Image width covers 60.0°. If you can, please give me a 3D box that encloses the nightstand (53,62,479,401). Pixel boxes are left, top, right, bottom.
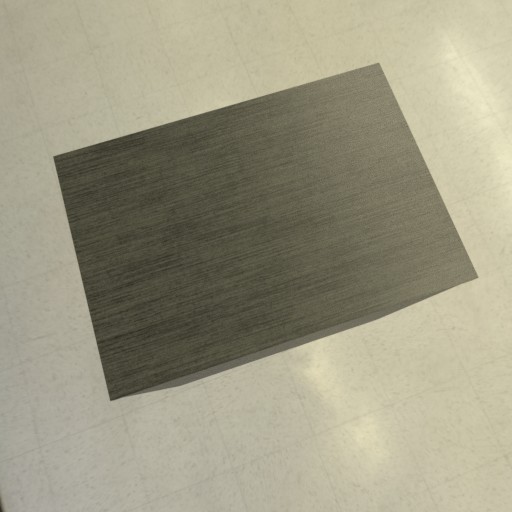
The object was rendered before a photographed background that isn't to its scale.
[{"bbox_3d":[0.000,0.000,0.762,0.441,0.460,0.325,-18,76,-4],"label":"nightstand"}]
